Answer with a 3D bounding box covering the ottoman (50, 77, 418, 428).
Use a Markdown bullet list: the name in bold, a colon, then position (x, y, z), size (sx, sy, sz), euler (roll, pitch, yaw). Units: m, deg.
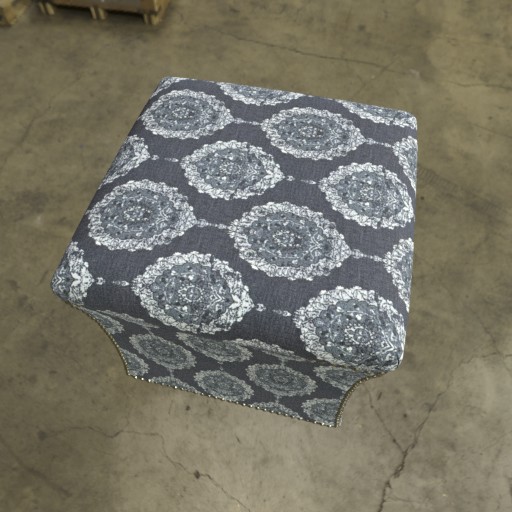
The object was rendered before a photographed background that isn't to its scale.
- **ottoman**: position (0.000, 0.000, 0.875), size (0.507, 0.475, 0.497), euler (12, 59, 7)
